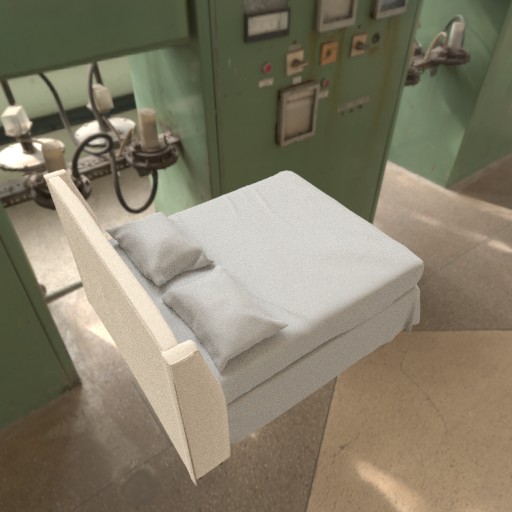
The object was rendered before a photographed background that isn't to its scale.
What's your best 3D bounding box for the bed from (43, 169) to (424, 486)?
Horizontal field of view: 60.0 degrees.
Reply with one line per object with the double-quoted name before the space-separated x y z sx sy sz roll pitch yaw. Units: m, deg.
"bed" 0.000 0.000 3.382 2.276 1.332 1.925 -25 48 -26
